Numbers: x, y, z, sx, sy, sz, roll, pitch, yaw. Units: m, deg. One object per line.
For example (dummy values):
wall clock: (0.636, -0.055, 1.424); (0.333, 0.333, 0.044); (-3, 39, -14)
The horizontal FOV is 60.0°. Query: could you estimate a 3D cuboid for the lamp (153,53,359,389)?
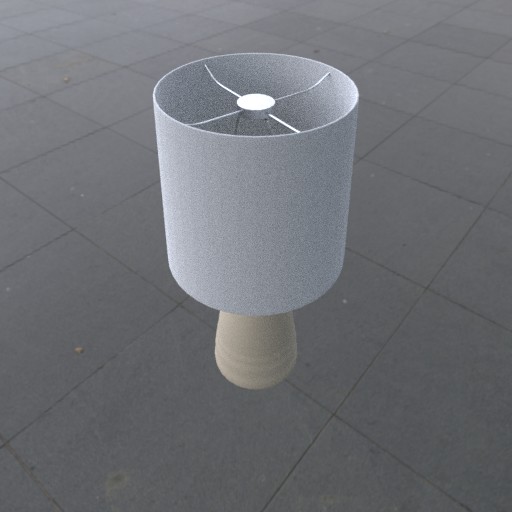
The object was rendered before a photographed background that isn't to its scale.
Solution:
lamp: (0.000, 0.000, 0.482); (0.186, 0.369, 0.186); (0, 43, 0)
